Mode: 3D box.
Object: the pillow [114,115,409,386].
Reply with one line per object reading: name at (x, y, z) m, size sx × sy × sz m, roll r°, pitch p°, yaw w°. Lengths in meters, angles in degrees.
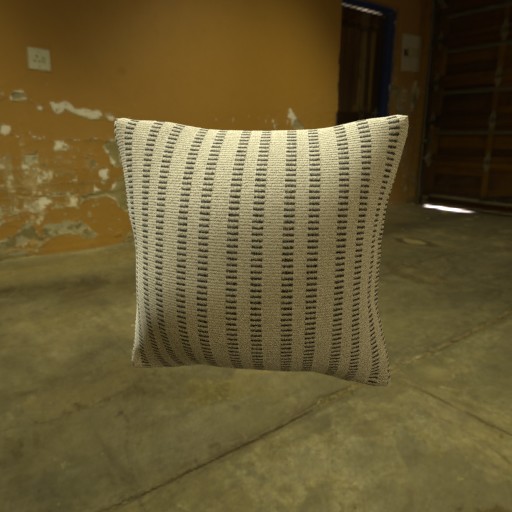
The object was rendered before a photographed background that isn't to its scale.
pillow at (0.000, 0.000, 0.695) m, size 0.438 × 0.419 × 0.247 m, roll 2°, pitch 14°, yaw 8°
